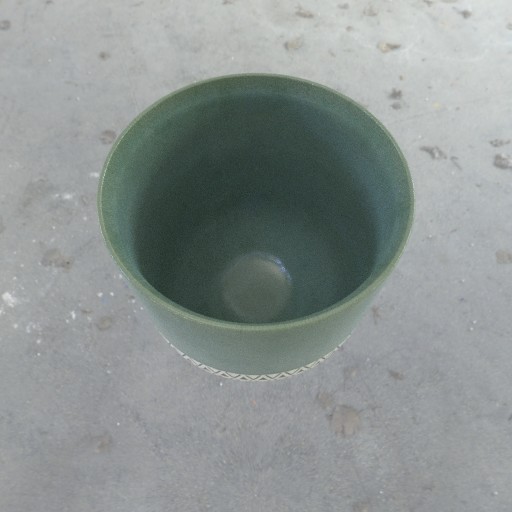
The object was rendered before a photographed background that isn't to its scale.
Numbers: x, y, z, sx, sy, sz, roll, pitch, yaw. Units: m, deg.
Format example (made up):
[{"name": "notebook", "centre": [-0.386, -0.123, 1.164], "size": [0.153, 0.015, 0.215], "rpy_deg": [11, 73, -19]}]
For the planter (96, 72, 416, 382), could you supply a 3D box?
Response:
[{"name": "planter", "centre": [0.000, 0.000, 0.491], "size": [0.266, 0.270, 0.266], "rpy_deg": [0, 62, 0]}]
